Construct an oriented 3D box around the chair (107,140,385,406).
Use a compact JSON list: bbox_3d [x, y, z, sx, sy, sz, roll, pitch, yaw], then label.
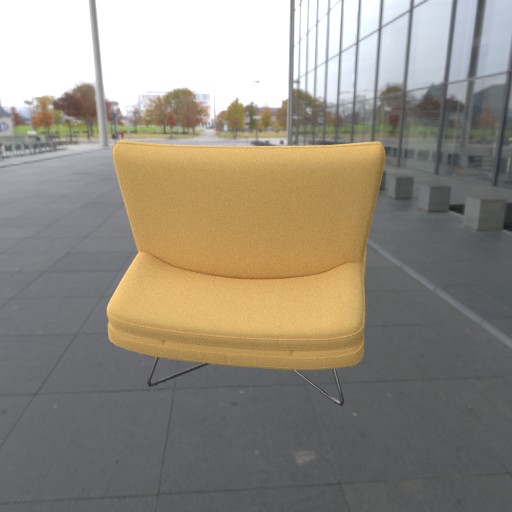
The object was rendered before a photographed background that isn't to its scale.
[{"bbox_3d":[0.000,0.000,1.682,0.859,0.855,1.008,3,16,9],"label":"chair"}]
